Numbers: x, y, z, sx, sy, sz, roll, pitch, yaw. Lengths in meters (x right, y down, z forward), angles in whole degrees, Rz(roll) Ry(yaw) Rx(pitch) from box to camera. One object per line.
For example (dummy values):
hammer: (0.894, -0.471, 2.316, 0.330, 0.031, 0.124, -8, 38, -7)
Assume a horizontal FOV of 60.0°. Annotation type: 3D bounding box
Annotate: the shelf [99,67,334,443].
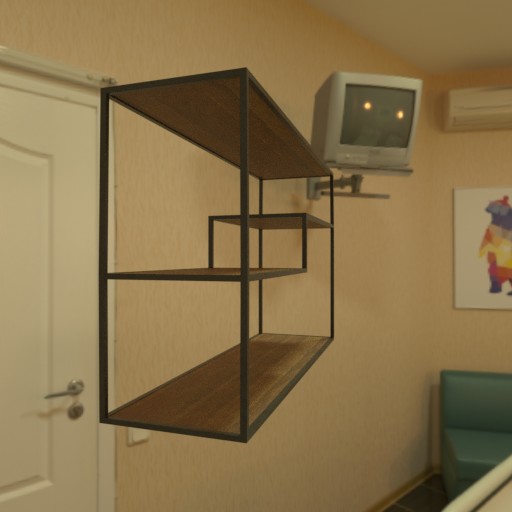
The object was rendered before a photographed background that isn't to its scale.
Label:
shelf: (0.000, 0.000, 1.525, 0.361, 0.765, 1.201, 0, 0, 18)
